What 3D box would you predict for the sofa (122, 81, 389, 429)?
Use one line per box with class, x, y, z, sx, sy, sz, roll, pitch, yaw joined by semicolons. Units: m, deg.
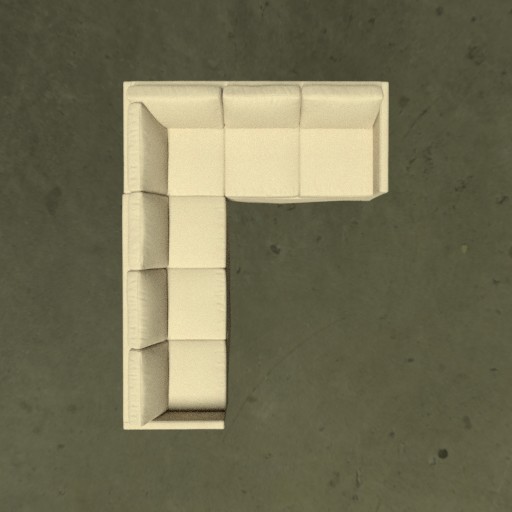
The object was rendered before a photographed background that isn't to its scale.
sofa;0.000;0.000;4.278;2.432;0.871;3.182;0;91;-1
